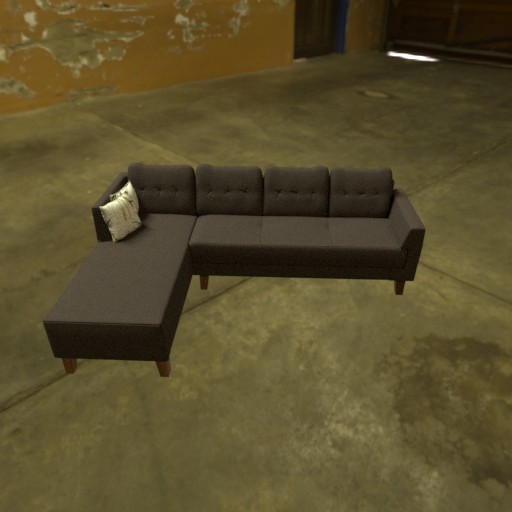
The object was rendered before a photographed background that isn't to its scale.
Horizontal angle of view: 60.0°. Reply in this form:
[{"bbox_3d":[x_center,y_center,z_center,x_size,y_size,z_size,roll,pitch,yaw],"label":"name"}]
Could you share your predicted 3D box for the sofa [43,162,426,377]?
[{"bbox_3d":[0.000,0.000,3.556,2.679,0.932,1.829,1,32,2],"label":"sofa"}]
